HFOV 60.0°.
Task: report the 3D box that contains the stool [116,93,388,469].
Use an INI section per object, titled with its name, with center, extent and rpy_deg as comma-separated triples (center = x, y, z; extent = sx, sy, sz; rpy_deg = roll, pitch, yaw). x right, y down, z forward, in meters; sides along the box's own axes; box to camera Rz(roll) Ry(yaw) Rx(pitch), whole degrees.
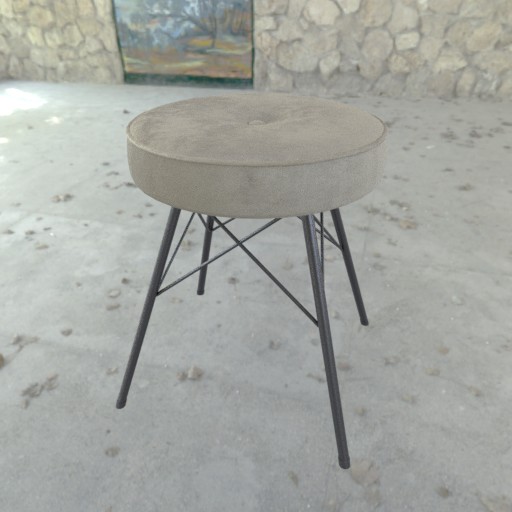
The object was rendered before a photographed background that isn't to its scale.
[stool]
center = 0.000, 0.000, 0.842
extent = 0.457, 0.538, 0.423
rpy_deg = 9, 32, 14
